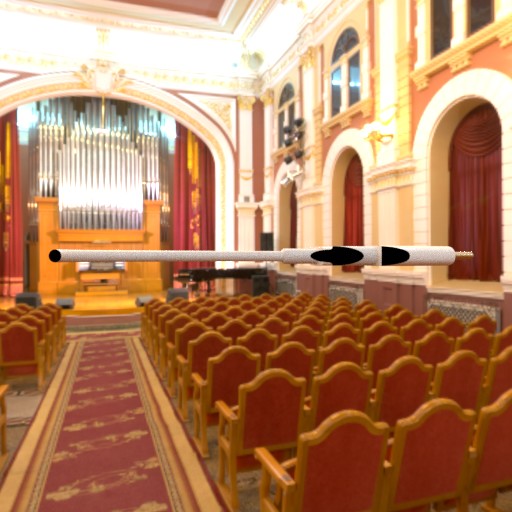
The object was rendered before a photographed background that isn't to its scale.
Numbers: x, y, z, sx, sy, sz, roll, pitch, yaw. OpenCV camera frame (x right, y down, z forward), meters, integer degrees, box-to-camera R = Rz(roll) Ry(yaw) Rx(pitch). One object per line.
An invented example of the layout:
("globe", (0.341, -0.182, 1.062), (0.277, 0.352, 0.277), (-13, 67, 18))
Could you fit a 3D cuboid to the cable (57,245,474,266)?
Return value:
("cable", (0.000, 0.000, 0.110), (0.098, 0.006, 0.040), (0, 0, -18))
